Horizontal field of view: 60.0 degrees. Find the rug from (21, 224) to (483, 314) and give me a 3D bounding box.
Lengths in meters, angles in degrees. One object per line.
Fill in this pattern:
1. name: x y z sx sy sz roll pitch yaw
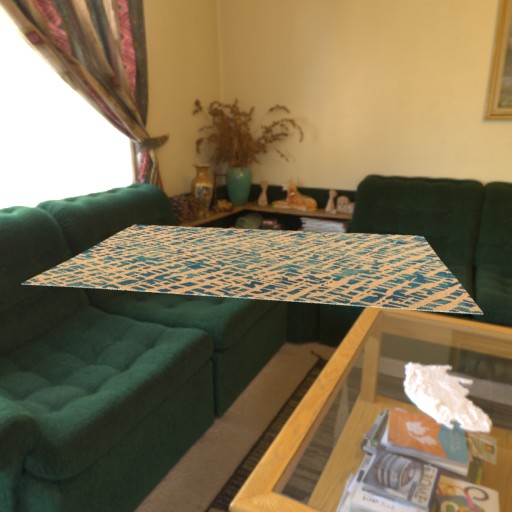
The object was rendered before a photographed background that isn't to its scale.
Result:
1. rug: 0.000 0.000 3.014 2.447 0.011 1.520 3 17 9
